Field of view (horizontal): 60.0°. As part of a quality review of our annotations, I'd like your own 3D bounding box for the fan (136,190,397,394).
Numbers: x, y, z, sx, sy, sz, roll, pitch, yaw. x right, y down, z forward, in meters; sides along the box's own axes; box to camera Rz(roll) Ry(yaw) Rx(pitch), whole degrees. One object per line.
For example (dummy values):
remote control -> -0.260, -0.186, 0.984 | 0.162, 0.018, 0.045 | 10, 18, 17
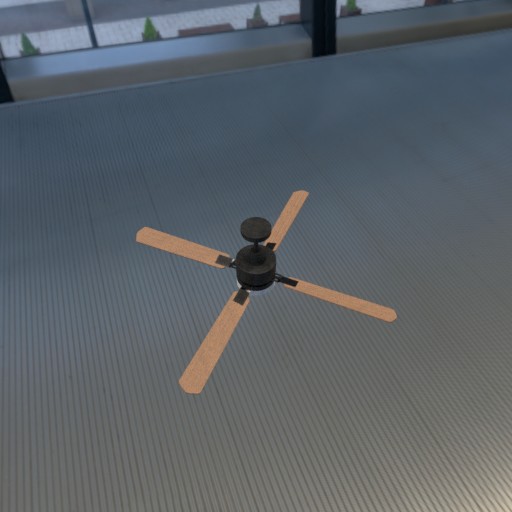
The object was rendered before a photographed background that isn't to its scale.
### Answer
fan -> 0.000, 0.000, 2.009 | 1.320, 0.355, 1.320 | 18, 49, 16
